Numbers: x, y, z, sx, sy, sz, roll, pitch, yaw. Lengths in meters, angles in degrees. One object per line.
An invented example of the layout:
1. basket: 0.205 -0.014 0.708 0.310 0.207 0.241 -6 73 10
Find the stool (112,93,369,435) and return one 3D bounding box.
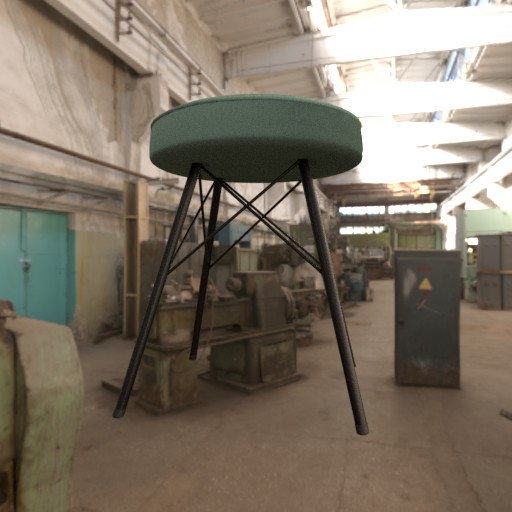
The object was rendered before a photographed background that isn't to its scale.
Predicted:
1. stool: 0.000 0.000 0.873 0.457 0.519 0.458 0 0 18
